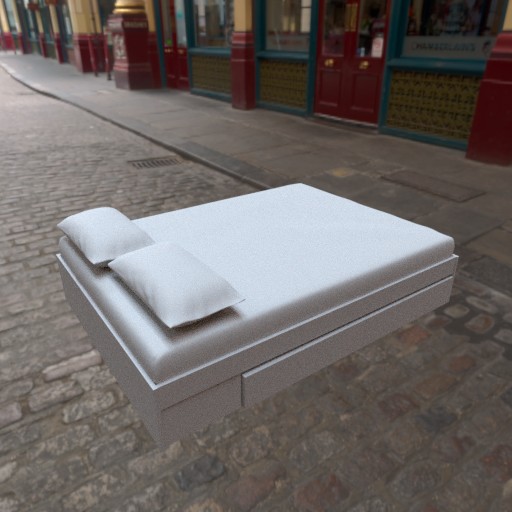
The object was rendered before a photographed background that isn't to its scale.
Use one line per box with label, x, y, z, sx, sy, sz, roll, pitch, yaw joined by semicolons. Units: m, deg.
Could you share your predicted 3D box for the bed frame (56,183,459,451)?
bed frame;0.000;0.000;2.667;1.950;0.629;1.450;-17;31;-32
